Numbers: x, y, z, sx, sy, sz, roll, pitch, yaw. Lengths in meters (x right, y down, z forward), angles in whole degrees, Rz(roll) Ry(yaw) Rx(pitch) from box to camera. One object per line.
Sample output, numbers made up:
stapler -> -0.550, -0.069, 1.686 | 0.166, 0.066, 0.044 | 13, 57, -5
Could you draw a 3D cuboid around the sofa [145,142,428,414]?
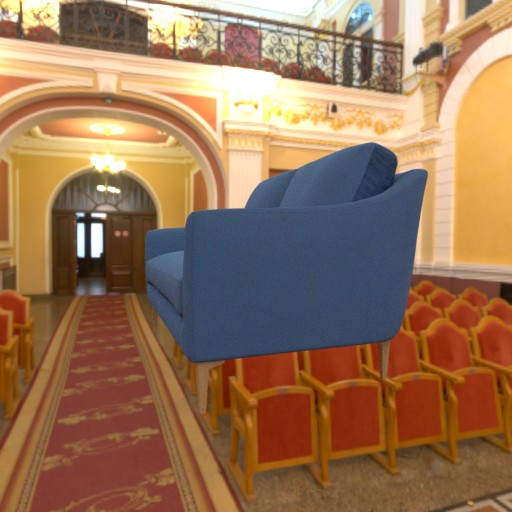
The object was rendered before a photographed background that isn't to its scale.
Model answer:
sofa -> 0.000, 0.000, 2.173 | 0.960, 0.902, 1.619 | -1, 2, -18
